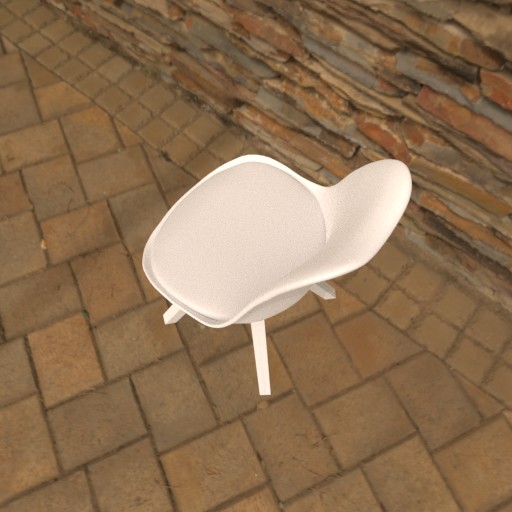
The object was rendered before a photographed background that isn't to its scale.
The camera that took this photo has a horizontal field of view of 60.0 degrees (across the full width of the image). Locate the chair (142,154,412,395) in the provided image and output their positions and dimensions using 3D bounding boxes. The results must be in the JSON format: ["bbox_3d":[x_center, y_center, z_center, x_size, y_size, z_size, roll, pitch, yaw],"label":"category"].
[{"bbox_3d":[0.000,0.000,1.170,0.550,0.850,0.485,33,68,15],"label":"chair"}]
